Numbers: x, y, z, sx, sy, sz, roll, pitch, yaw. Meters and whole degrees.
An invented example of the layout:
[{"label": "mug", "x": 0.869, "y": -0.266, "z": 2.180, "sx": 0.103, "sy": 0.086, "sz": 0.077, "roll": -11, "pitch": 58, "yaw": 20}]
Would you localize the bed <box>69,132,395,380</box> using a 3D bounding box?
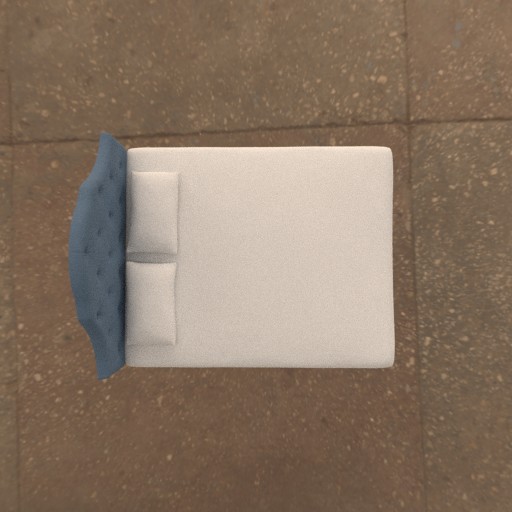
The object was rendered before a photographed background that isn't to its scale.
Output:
[{"label": "bed", "x": 0.000, "y": 0.000, "z": 3.735, "sx": 2.477, "sy": 1.617, "sz": 2.039, "roll": 0, "pitch": 88, "yaw": 1}]
